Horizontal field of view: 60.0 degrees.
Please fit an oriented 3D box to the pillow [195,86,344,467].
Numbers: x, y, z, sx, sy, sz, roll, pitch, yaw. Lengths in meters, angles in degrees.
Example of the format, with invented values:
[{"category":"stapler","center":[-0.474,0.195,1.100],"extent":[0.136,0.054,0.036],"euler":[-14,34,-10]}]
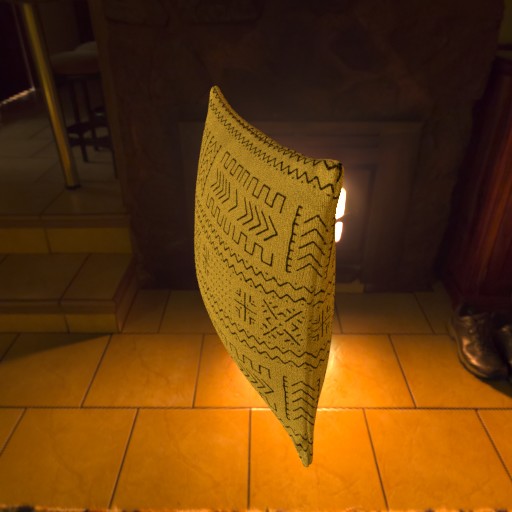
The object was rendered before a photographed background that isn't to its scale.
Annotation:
[{"category":"pillow","center":[0.000,0.000,0.671],"extent":[0.164,0.430,0.438],"euler":[-10,32,-17]}]
